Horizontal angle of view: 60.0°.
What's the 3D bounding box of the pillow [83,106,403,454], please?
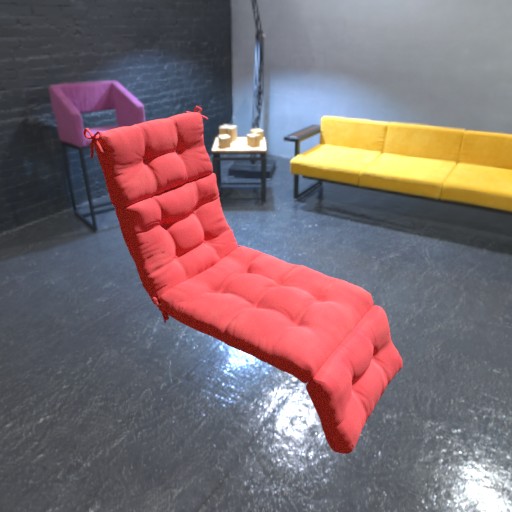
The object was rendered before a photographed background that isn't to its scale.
[{"bbox_3d":[0.000,0.000,1.538,1.016,0.863,0.526,18,33,30],"label":"pillow"}]
